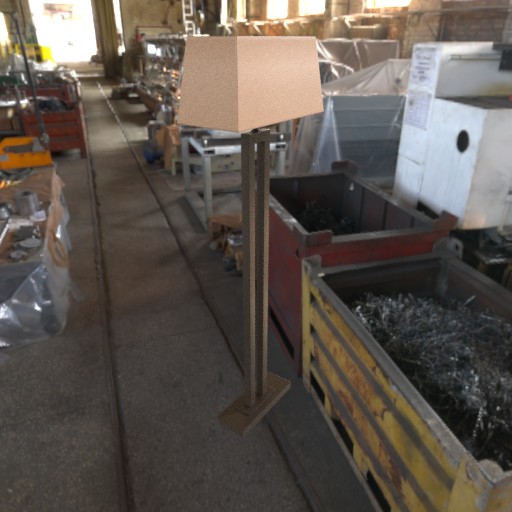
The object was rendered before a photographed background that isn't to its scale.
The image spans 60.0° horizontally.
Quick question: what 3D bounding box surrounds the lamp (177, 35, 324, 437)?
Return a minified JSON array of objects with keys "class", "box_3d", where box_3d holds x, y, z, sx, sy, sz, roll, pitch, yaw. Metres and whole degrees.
[{"class":"lamp","box_3d":[0.000,0.000,1.645,0.233,1.469,0.475,18,31,32]}]
